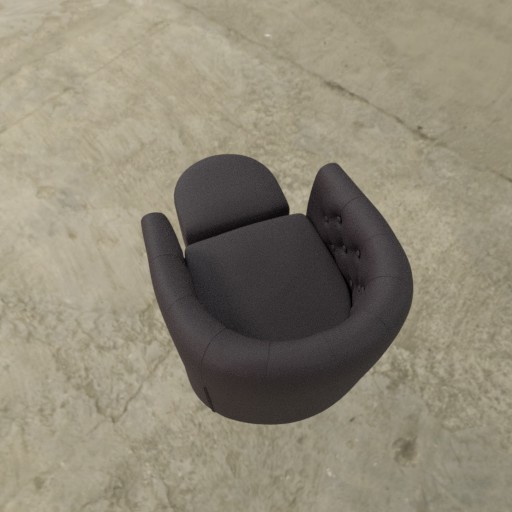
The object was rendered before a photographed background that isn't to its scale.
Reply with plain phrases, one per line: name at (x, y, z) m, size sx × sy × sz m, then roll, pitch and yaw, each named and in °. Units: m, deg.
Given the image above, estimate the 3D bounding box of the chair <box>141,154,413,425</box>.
chair at (0.000, 0.000, 1.683) m, size 0.763 × 0.760 × 1.191 m, roll -17°, pitch 59°, yaw -10°
